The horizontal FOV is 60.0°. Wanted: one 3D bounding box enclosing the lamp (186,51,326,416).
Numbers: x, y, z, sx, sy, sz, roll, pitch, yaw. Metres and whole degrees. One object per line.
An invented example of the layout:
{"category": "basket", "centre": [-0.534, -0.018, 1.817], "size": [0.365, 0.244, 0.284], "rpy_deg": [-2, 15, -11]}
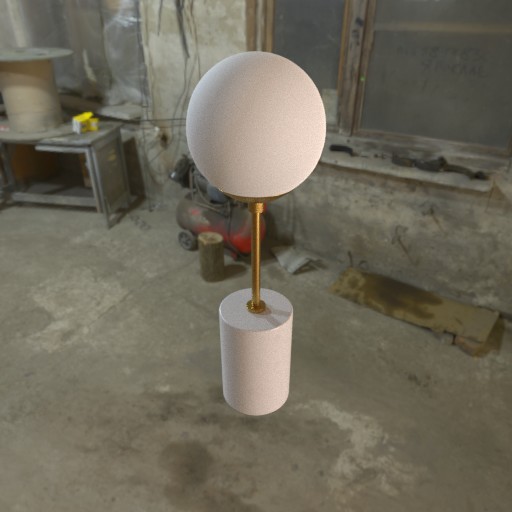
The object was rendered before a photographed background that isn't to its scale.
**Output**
{"category": "lamp", "centre": [0.000, 0.000, 0.571], "size": [0.153, 0.480, 0.153], "rpy_deg": [0, 30, 0]}
